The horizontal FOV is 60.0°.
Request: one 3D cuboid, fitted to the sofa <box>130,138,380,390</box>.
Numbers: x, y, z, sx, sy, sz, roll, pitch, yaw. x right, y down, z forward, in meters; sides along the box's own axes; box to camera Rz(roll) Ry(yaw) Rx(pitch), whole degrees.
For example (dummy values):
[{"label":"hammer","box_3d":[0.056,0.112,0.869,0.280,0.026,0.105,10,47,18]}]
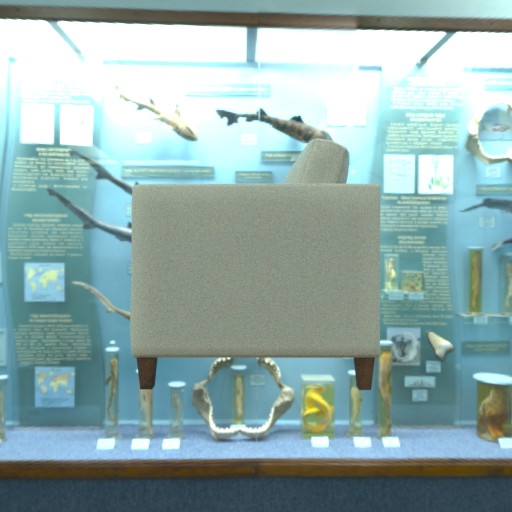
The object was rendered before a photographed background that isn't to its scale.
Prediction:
[{"label":"sofa","box_3d":[0.000,0.000,2.780,0.951,0.968,2.361,0,1,0]}]
